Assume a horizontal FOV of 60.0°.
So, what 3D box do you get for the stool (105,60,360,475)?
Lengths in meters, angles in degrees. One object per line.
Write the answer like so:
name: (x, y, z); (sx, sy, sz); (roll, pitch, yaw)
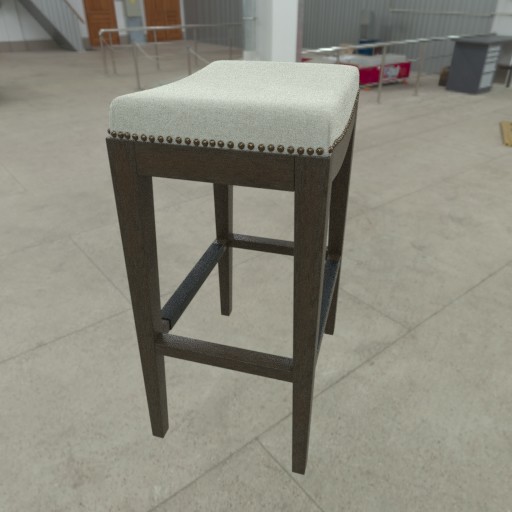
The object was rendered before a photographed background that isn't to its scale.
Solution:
stool: (0.000, 0.000, 1.002); (0.358, 0.759, 0.498); (8, 32, 14)
